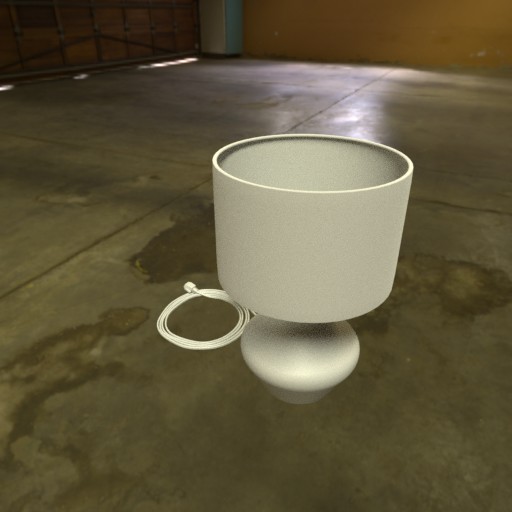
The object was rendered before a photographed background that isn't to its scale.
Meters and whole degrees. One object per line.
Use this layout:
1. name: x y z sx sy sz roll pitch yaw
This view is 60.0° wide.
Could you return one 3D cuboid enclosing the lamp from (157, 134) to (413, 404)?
1. lamp: 0.000 0.000 0.883 0.401 0.457 0.546 -10 30 -17
